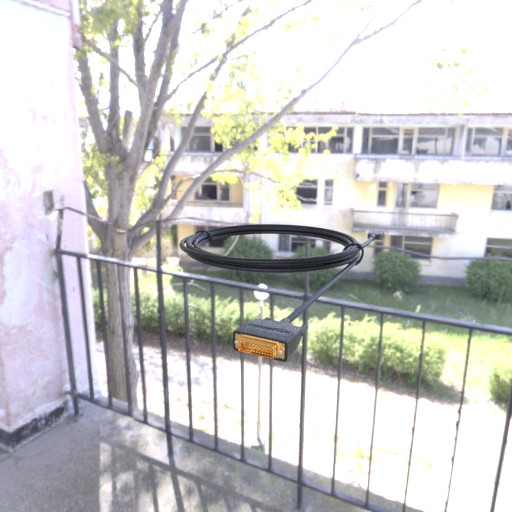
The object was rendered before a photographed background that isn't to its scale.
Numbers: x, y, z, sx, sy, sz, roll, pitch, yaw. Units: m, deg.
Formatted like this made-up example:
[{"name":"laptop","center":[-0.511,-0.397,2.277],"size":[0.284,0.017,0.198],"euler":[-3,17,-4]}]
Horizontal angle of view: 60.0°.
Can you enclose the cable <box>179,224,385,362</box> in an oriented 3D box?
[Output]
[{"name":"cable","center":[0.000,0.000,0.535],"size":[0.257,0.030,0.422],"euler":[7,16,26]}]
